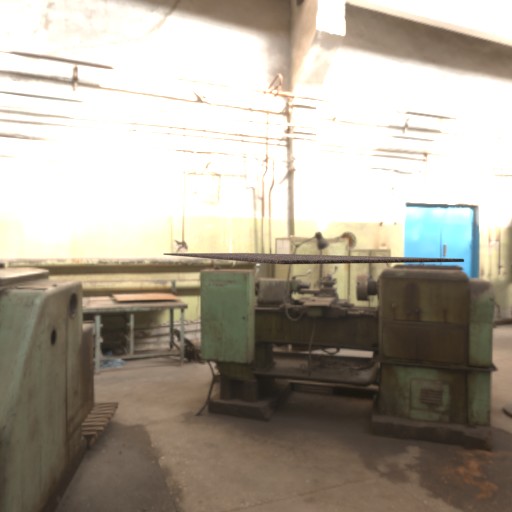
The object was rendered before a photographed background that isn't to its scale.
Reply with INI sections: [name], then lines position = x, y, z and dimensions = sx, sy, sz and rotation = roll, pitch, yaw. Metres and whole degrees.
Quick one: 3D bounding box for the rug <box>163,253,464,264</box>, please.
[rug]
position = 0.000, 0.000, 2.472
dimensions = 0.691, 0.011, 2.296
rotation = 0, 1, -20
